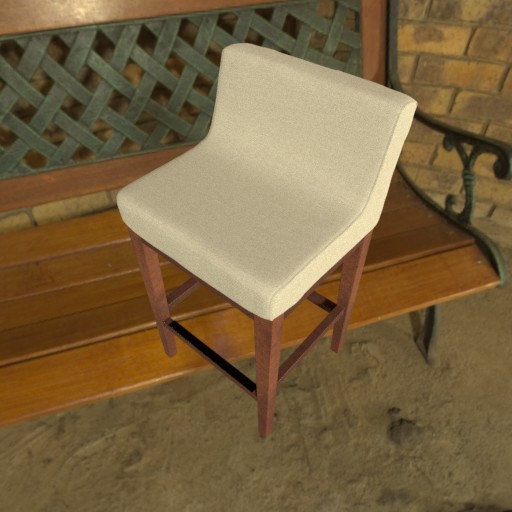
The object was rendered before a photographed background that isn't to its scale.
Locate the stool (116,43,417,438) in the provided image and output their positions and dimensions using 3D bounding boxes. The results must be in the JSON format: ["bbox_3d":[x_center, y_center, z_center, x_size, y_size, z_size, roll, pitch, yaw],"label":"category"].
[{"bbox_3d":[0.000,0.000,1.242,0.511,0.937,0.500,31,53,27],"label":"stool"}]
